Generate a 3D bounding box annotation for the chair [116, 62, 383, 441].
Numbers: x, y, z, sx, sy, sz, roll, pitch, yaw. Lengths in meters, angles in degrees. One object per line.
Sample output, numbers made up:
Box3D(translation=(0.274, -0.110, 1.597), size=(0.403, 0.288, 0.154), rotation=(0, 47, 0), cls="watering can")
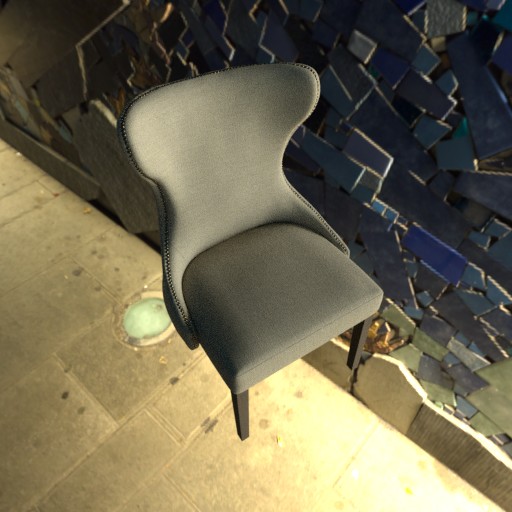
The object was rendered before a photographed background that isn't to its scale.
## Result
Box3D(translation=(0.000, 0.000, 1.404), size=(0.628, 0.967, 0.635), rotation=(-25, 51, -22), cls="chair")
